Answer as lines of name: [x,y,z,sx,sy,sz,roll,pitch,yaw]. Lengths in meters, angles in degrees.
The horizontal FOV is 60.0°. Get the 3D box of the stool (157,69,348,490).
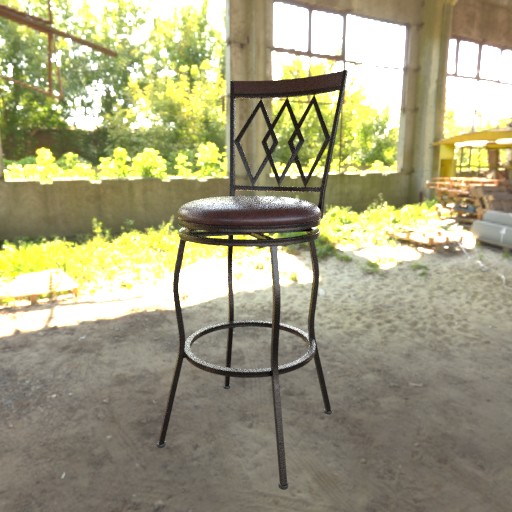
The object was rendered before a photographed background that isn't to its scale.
stool: [0.000,0.000,1.379,0.432,1.134,0.521,6,13,25]
